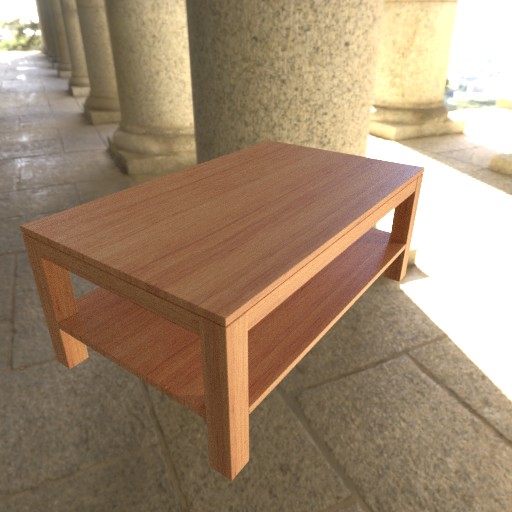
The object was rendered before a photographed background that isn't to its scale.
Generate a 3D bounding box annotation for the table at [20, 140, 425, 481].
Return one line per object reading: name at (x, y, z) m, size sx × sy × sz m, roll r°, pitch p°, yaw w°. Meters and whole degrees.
table at (0.000, 0.000, 1.494) m, size 0.695 × 0.457 × 1.146 m, roll 19°, pitch 33°, yaw 31°
